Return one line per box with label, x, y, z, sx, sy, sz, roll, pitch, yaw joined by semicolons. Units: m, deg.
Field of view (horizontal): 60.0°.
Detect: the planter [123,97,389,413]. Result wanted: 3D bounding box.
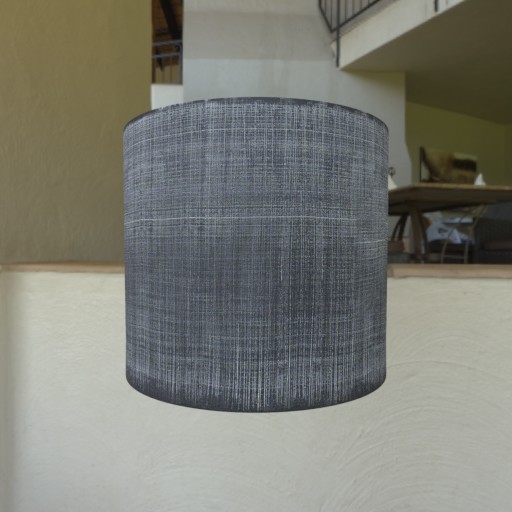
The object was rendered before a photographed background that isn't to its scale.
planter;0.000;0.000;0.387;0.221;0.201;0.221;0;1;0
